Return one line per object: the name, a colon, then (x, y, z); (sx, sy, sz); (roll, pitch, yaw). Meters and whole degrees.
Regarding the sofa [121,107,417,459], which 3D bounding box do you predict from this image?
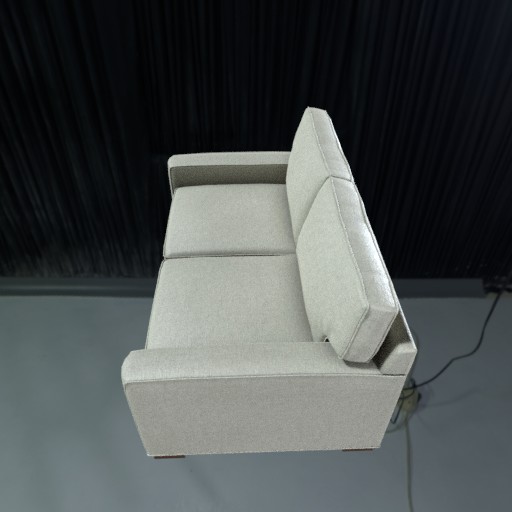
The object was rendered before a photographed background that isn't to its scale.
sofa: (0.000, 0.000, 2.053); (0.940, 0.853, 1.484); (-1, 41, -2)
